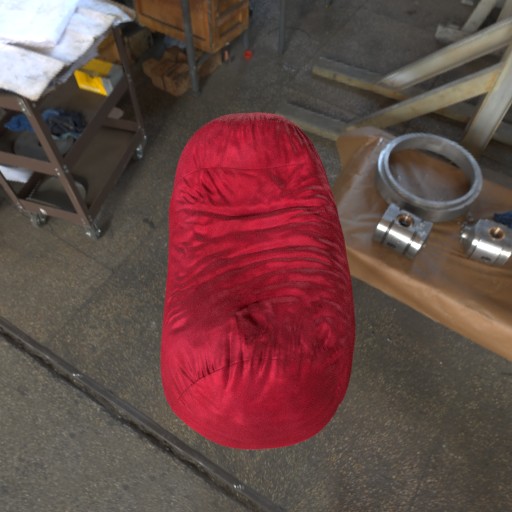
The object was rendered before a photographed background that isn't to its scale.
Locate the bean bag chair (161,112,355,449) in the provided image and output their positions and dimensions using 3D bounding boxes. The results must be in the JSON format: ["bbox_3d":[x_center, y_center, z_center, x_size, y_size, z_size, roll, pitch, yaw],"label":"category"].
[{"bbox_3d":[0.000,0.000,2.882,1.216,0.867,2.293,-2,58,-1],"label":"bean bag chair"}]
